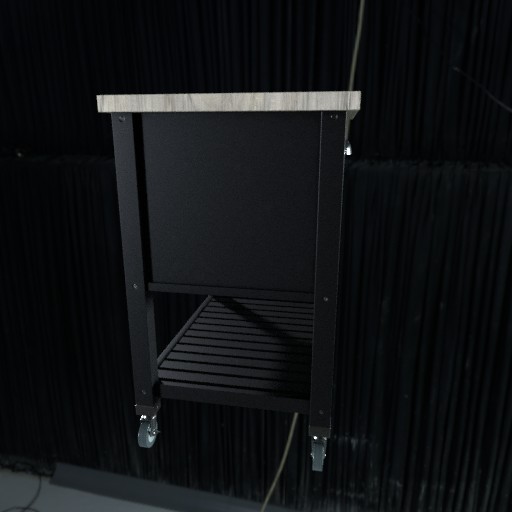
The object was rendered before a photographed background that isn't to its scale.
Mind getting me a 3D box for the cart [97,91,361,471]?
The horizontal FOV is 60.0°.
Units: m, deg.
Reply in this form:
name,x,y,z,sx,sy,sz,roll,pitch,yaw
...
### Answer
name,x,y,z,sx,sy,sz,roll,pitch,yaw
cart,0.000,0.000,1.416,0.567,0.920,0.797,3,16,10
